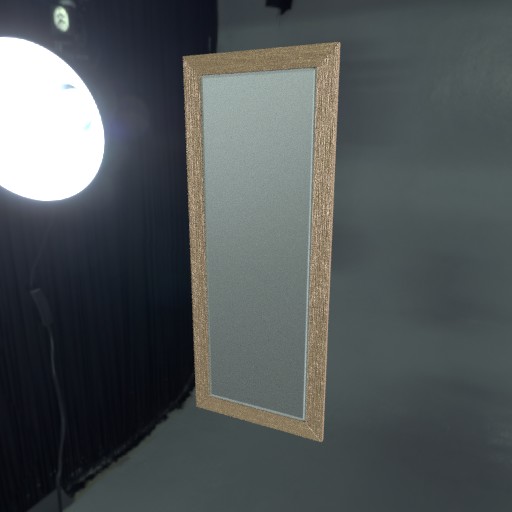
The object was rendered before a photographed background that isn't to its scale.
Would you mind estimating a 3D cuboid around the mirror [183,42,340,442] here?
[{"bbox_3d":[0.000,0.000,2.372,0.812,2.031,0.026,7,16,24],"label":"mirror"}]
